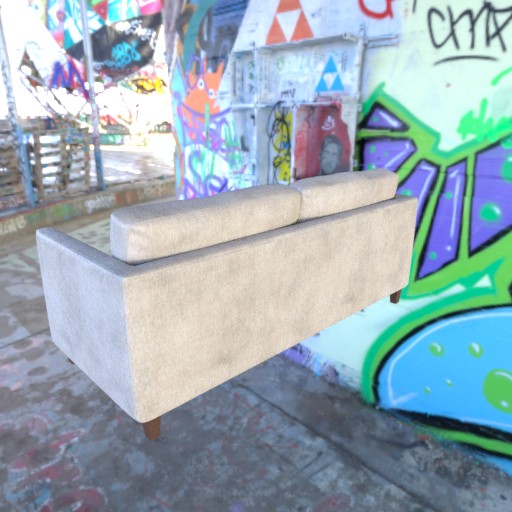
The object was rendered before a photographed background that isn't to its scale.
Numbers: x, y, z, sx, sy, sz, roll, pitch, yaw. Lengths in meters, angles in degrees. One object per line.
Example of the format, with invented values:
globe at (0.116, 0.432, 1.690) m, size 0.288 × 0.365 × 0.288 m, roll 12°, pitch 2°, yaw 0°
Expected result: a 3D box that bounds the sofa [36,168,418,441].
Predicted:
sofa at (0.000, 0.000, 2.686) m, size 2.208 × 0.965 × 0.951 m, roll -17°, pitch 25°, yaw -41°
